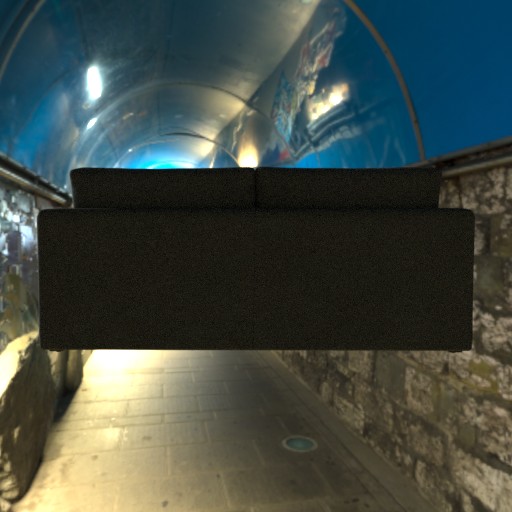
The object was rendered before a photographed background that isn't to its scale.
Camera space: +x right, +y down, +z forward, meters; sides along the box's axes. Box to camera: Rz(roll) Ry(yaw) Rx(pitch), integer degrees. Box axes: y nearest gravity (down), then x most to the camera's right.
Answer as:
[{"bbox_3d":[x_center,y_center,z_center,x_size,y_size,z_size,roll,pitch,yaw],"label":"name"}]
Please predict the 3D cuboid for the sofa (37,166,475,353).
[{"bbox_3d":[0.000,0.000,2.450,1.909,0.845,1.091,0,1,1],"label":"sofa"}]
